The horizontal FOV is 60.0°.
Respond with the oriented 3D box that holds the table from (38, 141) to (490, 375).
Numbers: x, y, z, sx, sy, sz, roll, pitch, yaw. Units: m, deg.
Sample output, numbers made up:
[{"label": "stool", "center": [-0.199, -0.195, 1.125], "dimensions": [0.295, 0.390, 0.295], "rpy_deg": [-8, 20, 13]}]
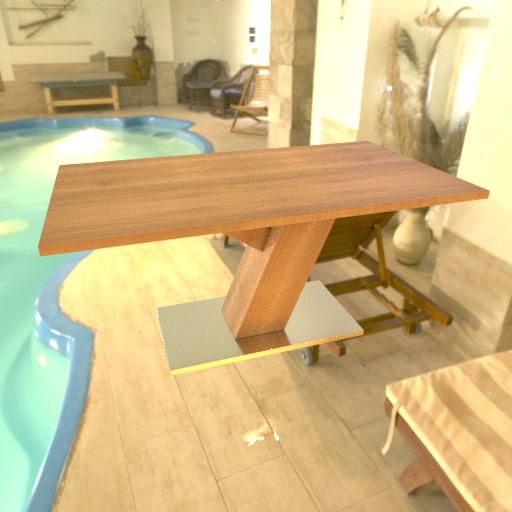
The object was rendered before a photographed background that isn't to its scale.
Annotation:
[{"label": "table", "center": [0.000, 0.000, 2.035], "dimensions": [1.600, 0.750, 0.900], "rpy_deg": [-8, 28, -16]}]
